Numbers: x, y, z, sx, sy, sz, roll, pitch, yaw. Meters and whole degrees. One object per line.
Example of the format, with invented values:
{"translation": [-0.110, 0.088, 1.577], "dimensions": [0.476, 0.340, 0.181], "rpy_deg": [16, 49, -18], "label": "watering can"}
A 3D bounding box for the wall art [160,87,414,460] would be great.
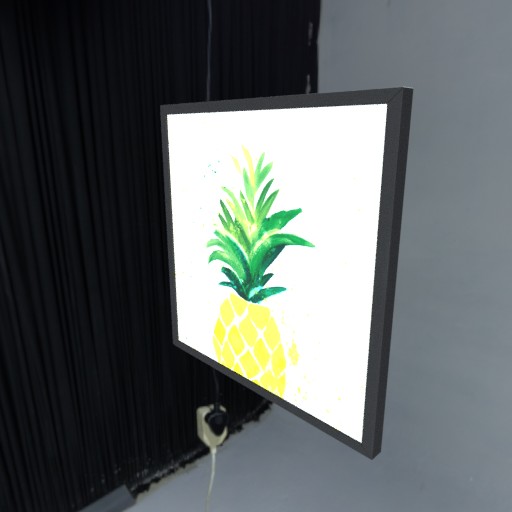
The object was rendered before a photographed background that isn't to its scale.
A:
{"translation": [0.000, 0.000, 1.135], "dimensions": [0.037, 0.760, 0.762], "rpy_deg": [-15, 21, -42], "label": "wall art"}
